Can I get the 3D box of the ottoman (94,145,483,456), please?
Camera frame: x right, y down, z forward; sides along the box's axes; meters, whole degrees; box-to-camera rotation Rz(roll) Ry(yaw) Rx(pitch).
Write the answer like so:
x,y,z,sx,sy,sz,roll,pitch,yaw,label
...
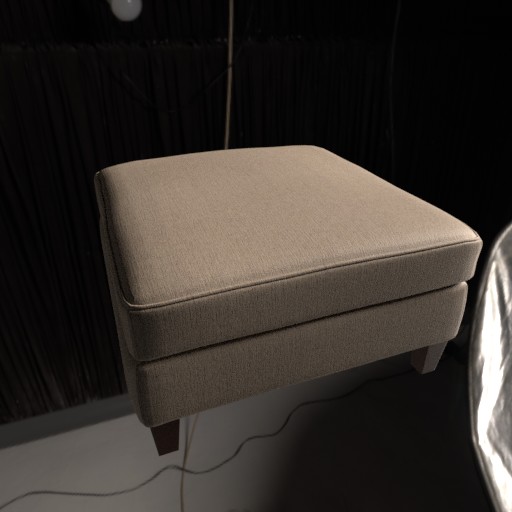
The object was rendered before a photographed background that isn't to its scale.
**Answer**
x,y,z,sx,sy,sz,roll,pitch,yaw,label
0.000,0.000,1.308,0.838,0.481,0.838,-11,31,-18,ottoman
